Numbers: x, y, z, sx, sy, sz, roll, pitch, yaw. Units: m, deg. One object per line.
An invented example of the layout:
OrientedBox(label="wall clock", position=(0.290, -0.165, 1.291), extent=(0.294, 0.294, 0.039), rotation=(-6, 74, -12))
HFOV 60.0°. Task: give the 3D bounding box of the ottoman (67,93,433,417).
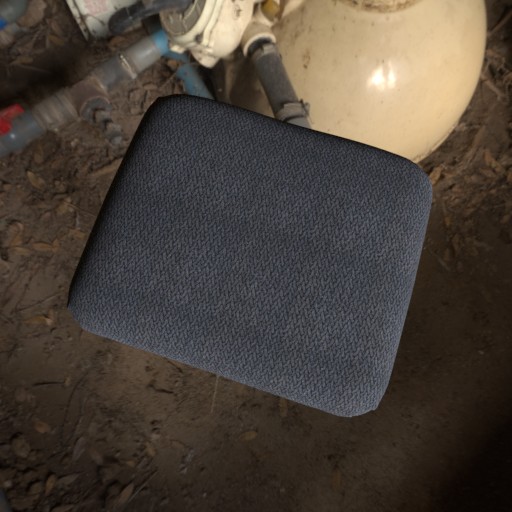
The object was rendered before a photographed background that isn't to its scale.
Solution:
OrientedBox(label="ottoman", position=(0.000, 0.000, 1.155), extent=(0.747, 0.450, 0.622), rotation=(17, 76, 4))
